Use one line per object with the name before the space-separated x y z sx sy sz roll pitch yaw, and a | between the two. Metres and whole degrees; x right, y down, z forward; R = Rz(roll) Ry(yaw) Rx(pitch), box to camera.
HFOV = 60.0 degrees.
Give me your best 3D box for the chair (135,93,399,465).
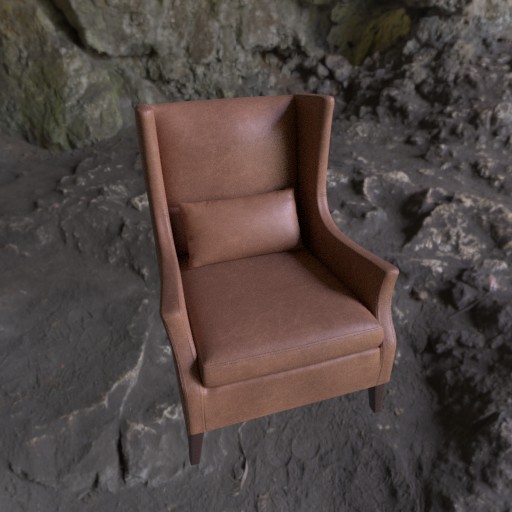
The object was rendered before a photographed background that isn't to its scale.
chair | 0.000 0.000 1.724 0.815 1.088 0.913 -10 32 -15
